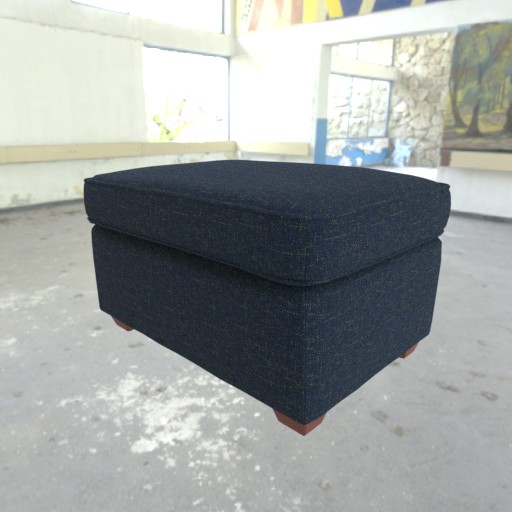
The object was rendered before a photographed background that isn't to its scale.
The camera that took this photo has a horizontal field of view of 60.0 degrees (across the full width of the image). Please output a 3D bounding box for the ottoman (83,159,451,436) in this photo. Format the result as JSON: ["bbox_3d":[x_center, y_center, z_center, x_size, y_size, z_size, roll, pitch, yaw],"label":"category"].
[{"bbox_3d":[0.000,0.000,1.096,0.749,0.450,0.549,15,22,42],"label":"ottoman"}]
